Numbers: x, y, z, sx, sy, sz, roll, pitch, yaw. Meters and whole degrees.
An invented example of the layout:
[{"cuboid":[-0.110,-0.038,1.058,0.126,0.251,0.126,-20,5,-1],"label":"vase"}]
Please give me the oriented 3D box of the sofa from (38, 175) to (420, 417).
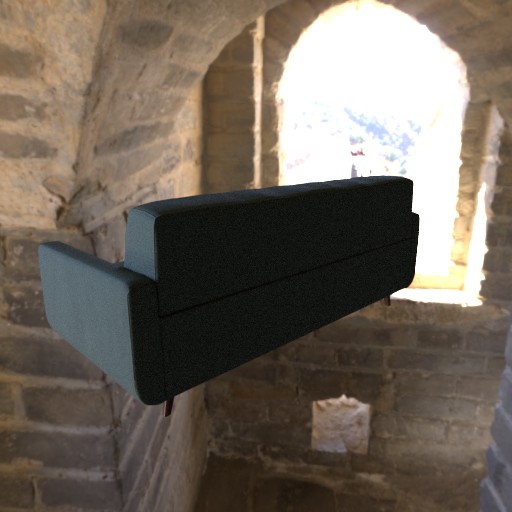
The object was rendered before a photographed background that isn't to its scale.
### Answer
[{"cuboid":[0.000,0.000,2.468,2.029,0.841,0.909,-14,21,-42],"label":"sofa"}]
